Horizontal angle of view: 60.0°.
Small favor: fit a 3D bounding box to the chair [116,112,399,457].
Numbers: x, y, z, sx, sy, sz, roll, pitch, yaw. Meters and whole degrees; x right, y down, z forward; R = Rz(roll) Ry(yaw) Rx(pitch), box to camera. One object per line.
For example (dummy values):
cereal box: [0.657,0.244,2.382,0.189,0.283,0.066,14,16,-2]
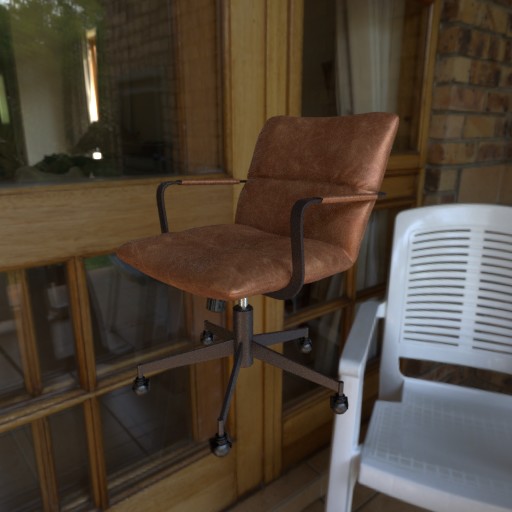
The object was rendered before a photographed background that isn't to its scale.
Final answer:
chair: [0.000,0.000,1.476,0.727,0.922,0.754,15,21,43]
